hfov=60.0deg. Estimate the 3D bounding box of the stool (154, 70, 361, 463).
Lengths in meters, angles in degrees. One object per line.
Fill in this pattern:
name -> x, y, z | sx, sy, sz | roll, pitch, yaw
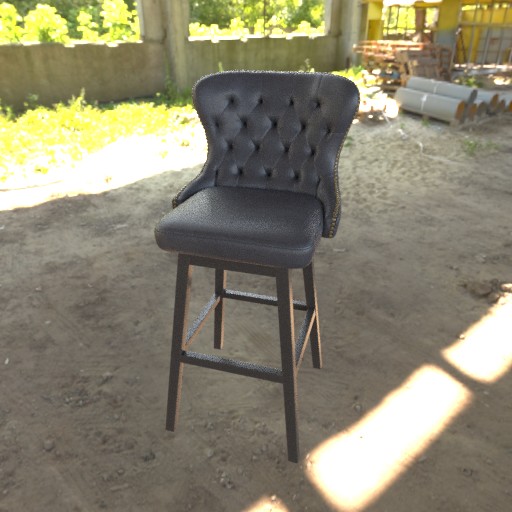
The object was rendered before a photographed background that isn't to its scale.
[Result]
stool -> 0.000, 0.000, 1.411 | 0.528, 1.050, 0.601 | 8, 28, 15
